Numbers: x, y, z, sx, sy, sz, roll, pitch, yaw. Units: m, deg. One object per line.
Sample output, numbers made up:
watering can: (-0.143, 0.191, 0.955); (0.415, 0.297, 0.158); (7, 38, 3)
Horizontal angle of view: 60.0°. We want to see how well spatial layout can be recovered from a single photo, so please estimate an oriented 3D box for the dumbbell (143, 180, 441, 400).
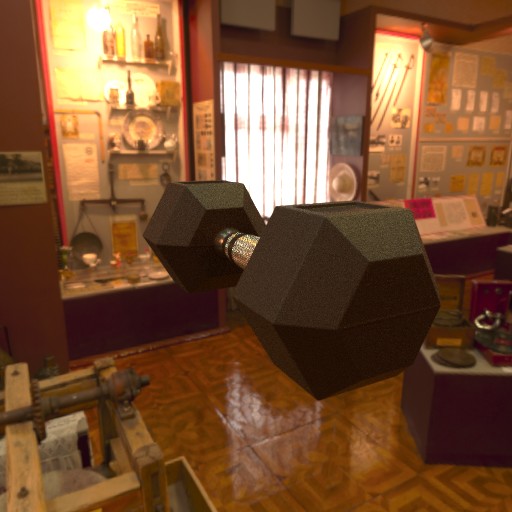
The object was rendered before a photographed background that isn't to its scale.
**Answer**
dumbbell: (0.000, 0.000, 0.424); (0.141, 0.123, 0.356); (-7, 16, -27)
